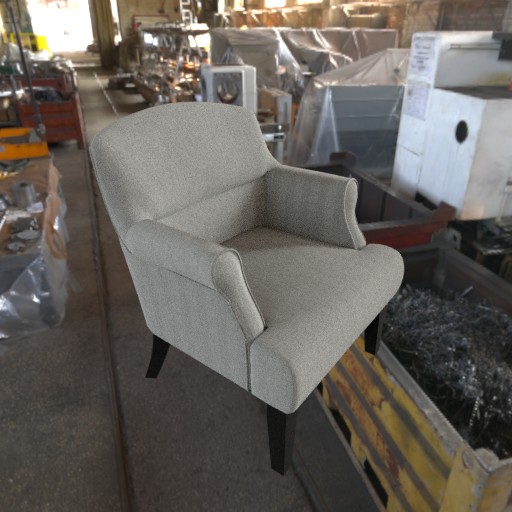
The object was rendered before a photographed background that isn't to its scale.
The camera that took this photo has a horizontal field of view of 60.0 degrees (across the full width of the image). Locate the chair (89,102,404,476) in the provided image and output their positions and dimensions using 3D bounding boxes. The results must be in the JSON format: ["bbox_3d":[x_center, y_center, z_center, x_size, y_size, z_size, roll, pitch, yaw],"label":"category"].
[{"bbox_3d":[0.000,0.000,1.431,0.755,0.880,0.772,19,33,32],"label":"chair"}]
